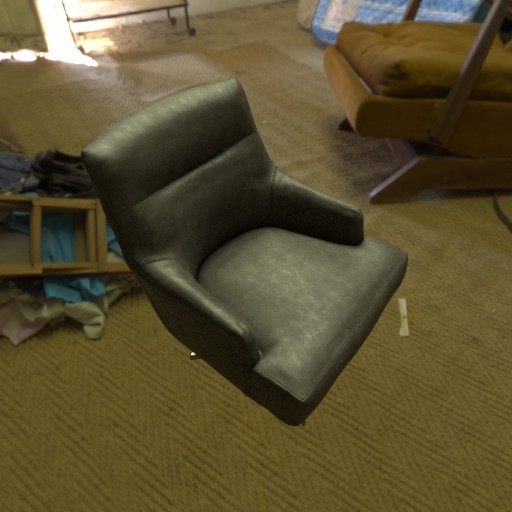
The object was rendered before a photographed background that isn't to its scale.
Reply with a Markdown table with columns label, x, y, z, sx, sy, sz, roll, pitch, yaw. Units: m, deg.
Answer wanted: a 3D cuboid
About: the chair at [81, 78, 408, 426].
| label | x | y | z | sx | sy | sz | roll | pitch | yaw |
| --- | --- | --- | --- | --- | --- | --- | --- | --- | --- |
| chair | 0.000 | 0.000 | 1.511 | 0.874 | 0.870 | 0.738 | 26 | 47 | 26 |
